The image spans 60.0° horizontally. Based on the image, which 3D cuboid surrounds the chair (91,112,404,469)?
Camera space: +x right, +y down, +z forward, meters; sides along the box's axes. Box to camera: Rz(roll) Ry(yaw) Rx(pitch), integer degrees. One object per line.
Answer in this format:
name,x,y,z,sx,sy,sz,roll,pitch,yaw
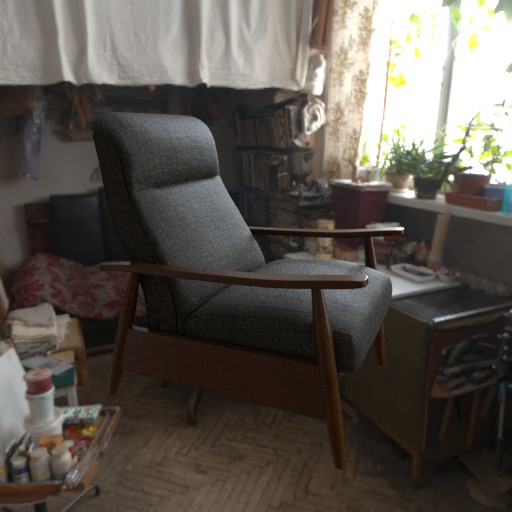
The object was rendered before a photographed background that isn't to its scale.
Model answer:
chair,0.000,0.000,1.749,1.014,1.082,0.762,7,18,25
